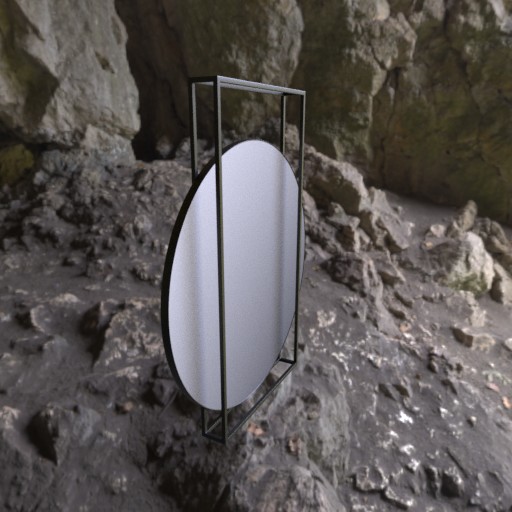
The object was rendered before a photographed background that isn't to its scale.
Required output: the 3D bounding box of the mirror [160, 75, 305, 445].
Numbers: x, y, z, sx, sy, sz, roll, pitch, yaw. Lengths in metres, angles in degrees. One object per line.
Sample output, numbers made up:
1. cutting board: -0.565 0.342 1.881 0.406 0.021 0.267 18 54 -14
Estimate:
1. mirror: 0.000 0.000 0.837 0.051 0.603 0.508 9 18 27
